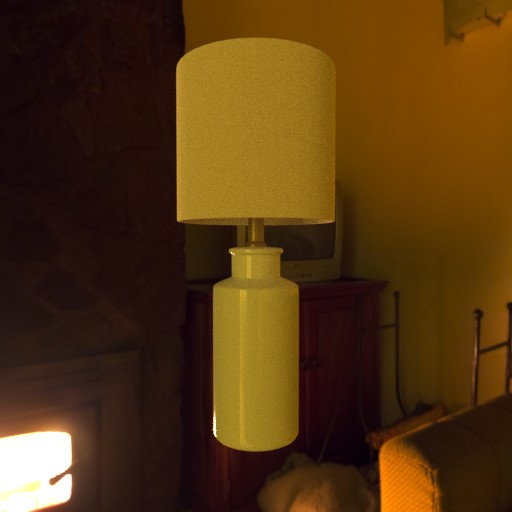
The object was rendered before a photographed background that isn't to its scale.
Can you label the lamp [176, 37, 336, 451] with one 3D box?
[{"bbox_3d":[0.000,0.000,0.606,0.212,0.493,0.212,1,2,35],"label":"lamp"}]
